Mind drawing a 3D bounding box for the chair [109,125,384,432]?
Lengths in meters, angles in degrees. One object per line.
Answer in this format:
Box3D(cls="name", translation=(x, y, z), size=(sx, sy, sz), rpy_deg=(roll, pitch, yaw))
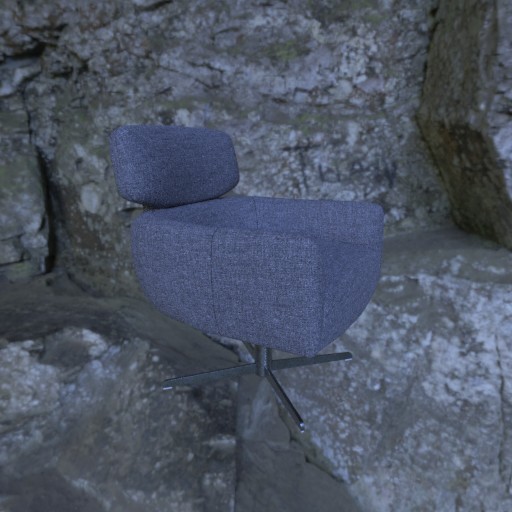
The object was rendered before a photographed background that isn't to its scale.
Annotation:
Box3D(cls="chair", translation=(0.000, 0.000, 1.416), size=(0.715, 0.812, 0.706), rpy_deg=(7, 16, 27))
